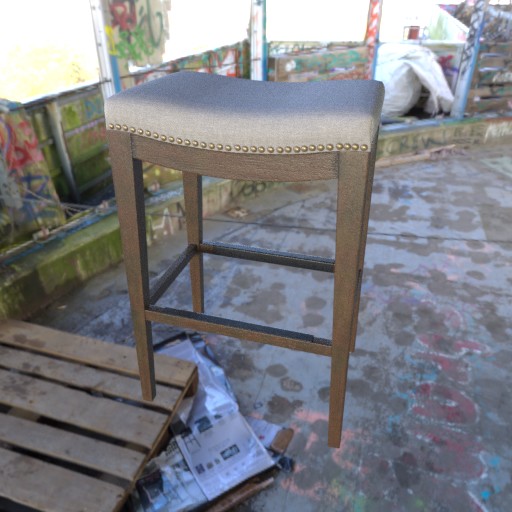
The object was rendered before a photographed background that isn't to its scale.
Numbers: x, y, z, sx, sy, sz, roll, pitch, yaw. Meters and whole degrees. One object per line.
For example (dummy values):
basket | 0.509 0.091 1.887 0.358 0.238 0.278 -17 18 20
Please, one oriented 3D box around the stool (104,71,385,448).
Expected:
stool | 0.000 0.000 1.041 0.508 0.762 0.356 9 32 14
